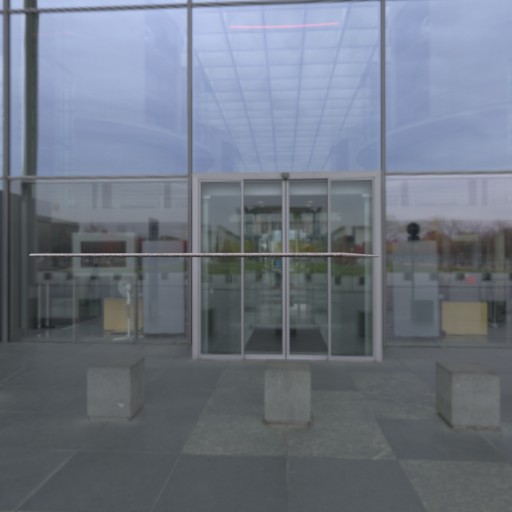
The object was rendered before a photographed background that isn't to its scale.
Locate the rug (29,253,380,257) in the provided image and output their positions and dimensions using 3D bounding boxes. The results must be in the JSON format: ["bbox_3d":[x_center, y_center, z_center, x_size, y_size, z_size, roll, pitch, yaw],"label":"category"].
[{"bbox_3d":[0.000,0.000,3.079,1.524,0.015,2.438,0,0,19],"label":"rug"}]
